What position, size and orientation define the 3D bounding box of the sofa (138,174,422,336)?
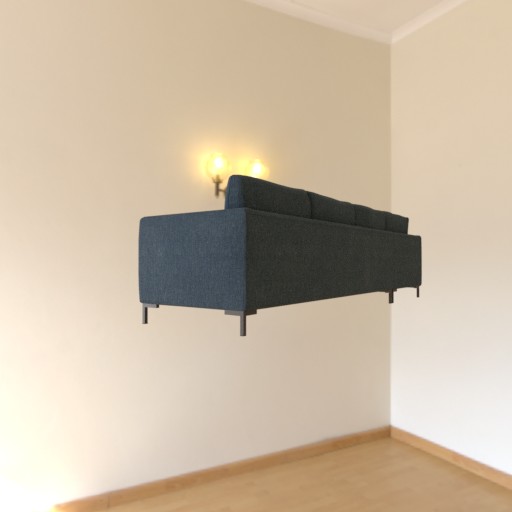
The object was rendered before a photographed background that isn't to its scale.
[{"bbox_3d":[0.000,0.000,3.858,2.007,0.815,2.949,-1,-1,36],"label":"sofa"}]
